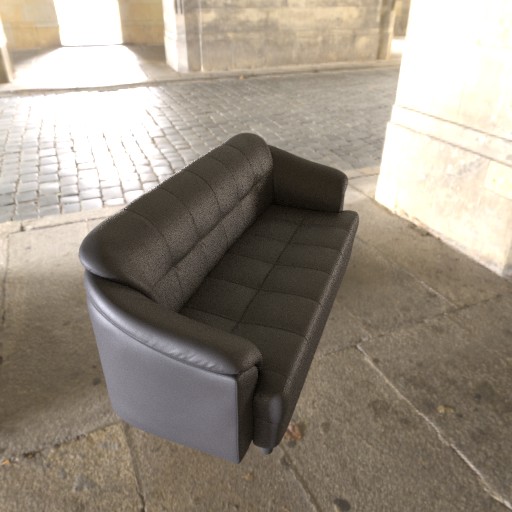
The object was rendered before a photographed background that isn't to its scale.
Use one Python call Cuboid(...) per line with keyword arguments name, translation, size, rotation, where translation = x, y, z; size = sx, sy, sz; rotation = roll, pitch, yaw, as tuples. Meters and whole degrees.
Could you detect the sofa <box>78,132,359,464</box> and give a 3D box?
Cuboid(name="sofa", translation=(0.000, 0.000, 2.206), size=(0.800, 0.811, 1.829), rotation=(11, 32, 17))
